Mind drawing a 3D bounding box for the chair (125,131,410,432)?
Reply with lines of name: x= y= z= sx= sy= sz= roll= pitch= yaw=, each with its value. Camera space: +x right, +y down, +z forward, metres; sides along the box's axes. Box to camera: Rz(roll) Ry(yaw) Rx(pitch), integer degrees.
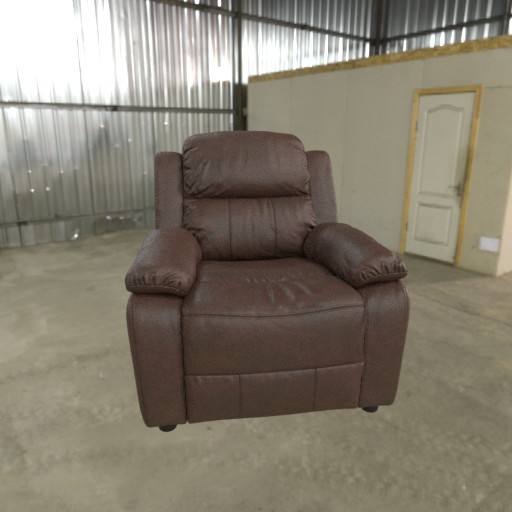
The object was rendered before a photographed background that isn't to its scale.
chair: x=0.000 y=0.000 z=1.302 sx=0.680 sy=0.702 sz=0.707 roll=-2 pitch=17 yaw=-8
